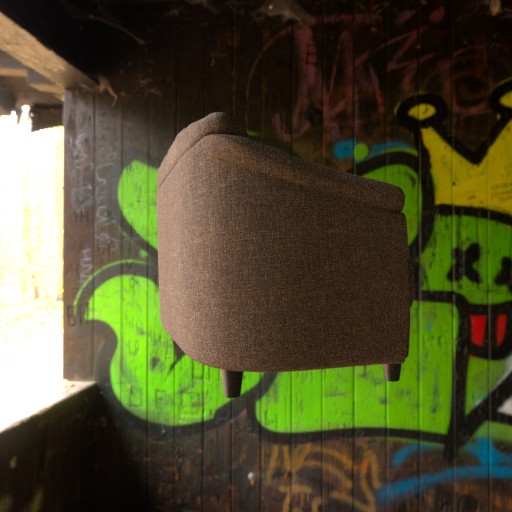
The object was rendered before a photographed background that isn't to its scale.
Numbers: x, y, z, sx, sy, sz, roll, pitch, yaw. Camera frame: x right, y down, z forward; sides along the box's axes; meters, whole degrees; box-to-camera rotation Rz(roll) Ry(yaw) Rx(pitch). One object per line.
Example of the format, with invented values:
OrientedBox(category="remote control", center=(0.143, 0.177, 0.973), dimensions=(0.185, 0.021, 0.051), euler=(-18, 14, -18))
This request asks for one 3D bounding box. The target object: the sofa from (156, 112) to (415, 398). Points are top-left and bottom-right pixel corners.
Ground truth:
OrientedBox(category="sofa", center=(0.000, 0.000, 1.979), dimensions=(0.799, 0.895, 1.404), euler=(0, -1, -19))
